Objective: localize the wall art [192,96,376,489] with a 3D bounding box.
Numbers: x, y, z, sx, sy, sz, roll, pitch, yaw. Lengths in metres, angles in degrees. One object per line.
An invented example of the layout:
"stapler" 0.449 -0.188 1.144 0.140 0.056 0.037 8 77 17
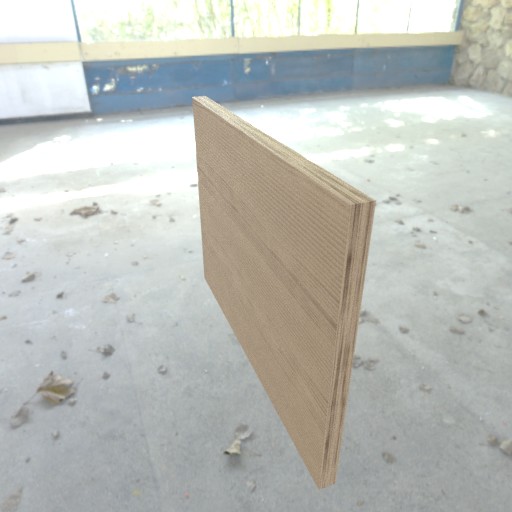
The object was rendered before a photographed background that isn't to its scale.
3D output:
"wall art" 0.000 0.000 1.079 0.063 0.609 0.841 -11 31 -18
